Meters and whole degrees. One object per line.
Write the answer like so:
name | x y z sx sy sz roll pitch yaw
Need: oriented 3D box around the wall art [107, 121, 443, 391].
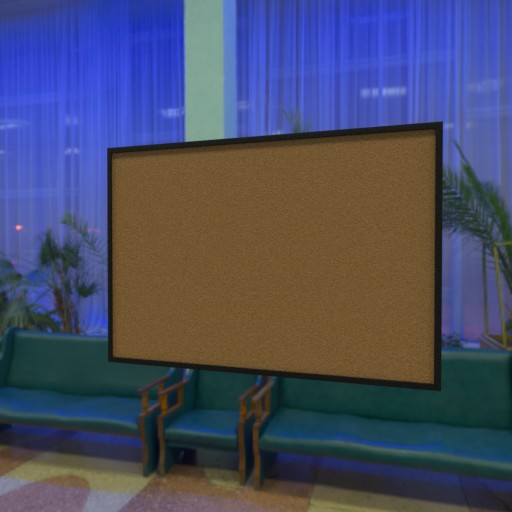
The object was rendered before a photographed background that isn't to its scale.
wall art | 0.000 0.000 1.240 0.963 0.665 0.013 0 1 17
